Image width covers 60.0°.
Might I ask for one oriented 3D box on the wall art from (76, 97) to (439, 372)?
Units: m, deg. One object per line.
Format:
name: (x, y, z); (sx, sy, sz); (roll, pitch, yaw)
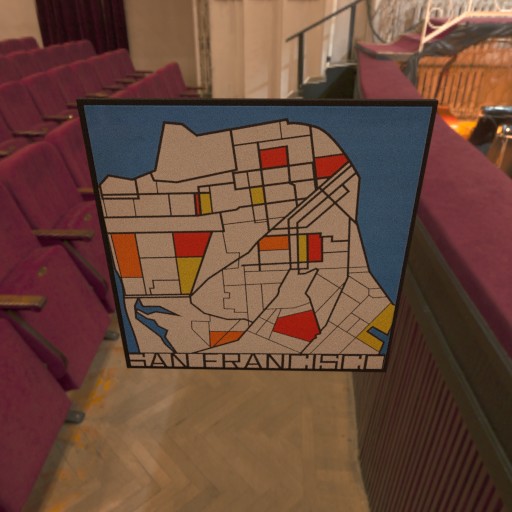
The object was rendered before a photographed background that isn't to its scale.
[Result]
wall art: (0.000, 0.000, 0.676); (0.458, 0.457, 0.013); (1, 29, 1)
